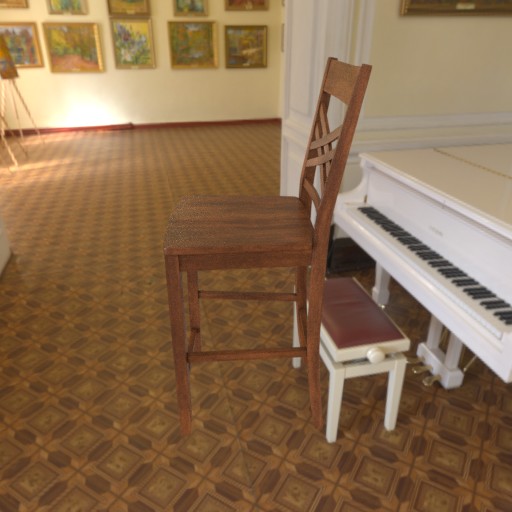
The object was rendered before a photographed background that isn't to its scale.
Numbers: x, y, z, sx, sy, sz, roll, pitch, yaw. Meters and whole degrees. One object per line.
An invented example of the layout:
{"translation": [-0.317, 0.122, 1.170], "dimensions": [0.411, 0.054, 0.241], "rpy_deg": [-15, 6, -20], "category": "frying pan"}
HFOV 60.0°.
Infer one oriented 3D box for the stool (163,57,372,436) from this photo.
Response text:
{"translation": [0.000, 0.000, 1.355], "dimensions": [0.504, 1.098, 0.426], "rpy_deg": [-1, 26, -1], "category": "stool"}
